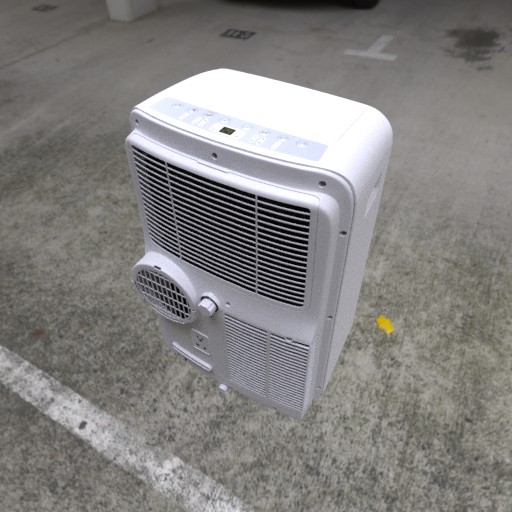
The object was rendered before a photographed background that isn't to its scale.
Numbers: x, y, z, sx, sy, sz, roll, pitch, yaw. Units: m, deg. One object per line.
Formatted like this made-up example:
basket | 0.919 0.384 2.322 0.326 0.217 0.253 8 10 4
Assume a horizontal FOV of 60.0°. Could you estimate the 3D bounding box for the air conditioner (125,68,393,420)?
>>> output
air conditioner | 0.000 0.000 0.970 0.454 0.700 0.365 23 51 20
